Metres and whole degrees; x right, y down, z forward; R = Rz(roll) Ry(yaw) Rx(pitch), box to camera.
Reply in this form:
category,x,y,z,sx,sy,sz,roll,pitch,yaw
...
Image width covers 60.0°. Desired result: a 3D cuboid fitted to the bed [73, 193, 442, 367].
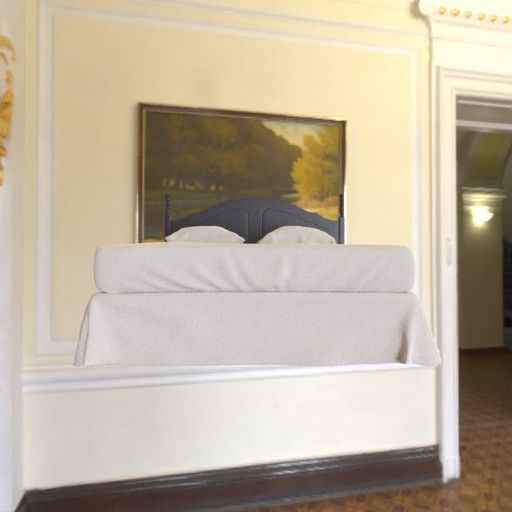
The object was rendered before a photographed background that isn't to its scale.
category,x,y,z,sx,sy,sz,roll,pitch,yaw
bed,0.000,0.000,3.669,2.322,1.355,2.219,0,-1,0
